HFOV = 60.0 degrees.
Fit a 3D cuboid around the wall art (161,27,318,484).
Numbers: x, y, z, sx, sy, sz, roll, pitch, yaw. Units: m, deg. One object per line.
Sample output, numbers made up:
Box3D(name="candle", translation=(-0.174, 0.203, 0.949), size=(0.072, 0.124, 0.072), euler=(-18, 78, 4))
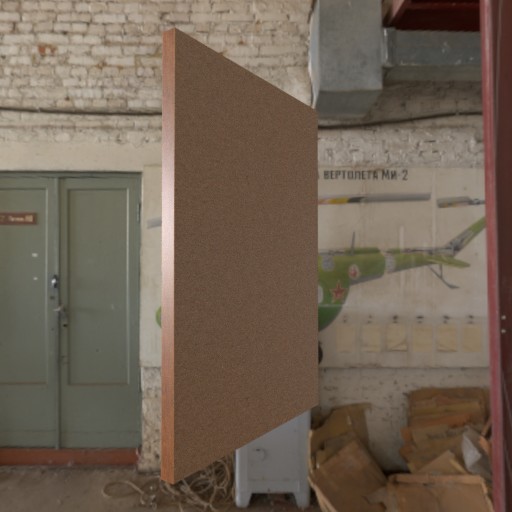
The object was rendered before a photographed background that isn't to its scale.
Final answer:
Box3D(name="wall art", translation=(0.000, 0.000, 1.143), size=(0.037, 0.914, 0.610), euler=(-1, -1, 36))
